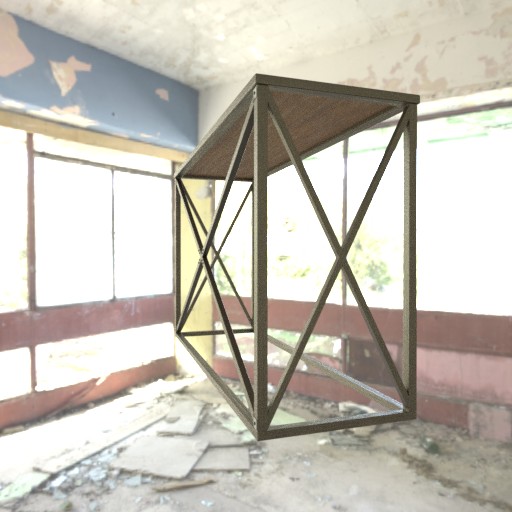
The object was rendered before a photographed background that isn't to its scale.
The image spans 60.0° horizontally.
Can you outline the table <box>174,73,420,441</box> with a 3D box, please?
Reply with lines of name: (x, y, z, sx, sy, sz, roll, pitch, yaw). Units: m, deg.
table: (0.000, 0.000, 1.543, 0.402, 0.753, 1.216, 0, 0, -18)
